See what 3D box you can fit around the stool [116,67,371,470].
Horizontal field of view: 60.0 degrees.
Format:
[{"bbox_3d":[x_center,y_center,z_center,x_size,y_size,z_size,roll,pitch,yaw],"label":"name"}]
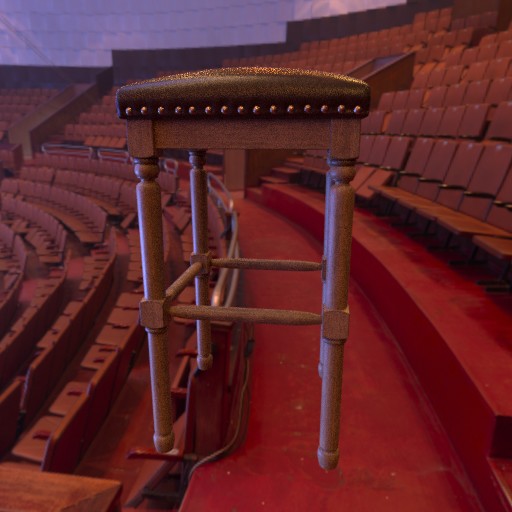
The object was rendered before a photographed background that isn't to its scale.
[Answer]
[{"bbox_3d":[0.000,0.000,0.902,0.383,0.702,0.382,2,15,8],"label":"stool"}]
